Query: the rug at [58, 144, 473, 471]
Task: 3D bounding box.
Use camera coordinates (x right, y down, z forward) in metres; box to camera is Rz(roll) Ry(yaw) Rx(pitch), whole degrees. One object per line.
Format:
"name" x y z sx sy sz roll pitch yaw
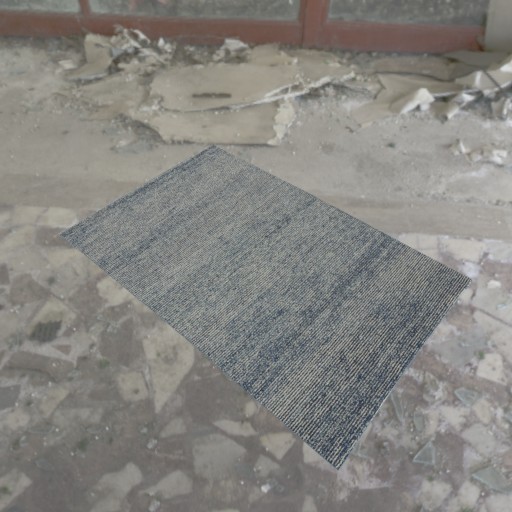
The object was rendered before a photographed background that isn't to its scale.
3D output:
"rug" 0.000 0.000 2.222 1.777 0.021 1.145 33 55 27
